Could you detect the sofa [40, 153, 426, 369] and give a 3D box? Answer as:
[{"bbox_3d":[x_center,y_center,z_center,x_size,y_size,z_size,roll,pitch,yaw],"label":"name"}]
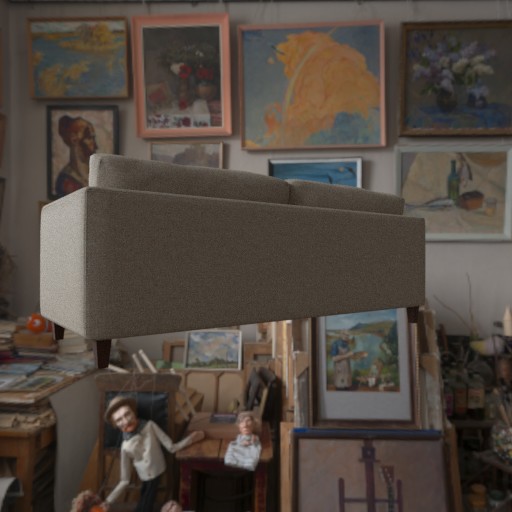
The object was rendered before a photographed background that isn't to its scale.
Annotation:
[{"bbox_3d":[0.000,0.000,2.894,2.434,0.965,0.951,0,0,-36],"label":"sofa"}]
